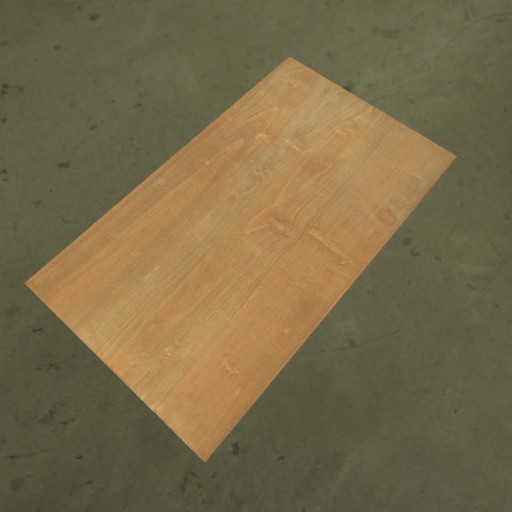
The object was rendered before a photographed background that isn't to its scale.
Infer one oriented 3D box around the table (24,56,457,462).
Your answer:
[{"bbox_3d":[0.000,0.000,2.169,0.946,0.780,1.609,38,70,16],"label":"table"}]
